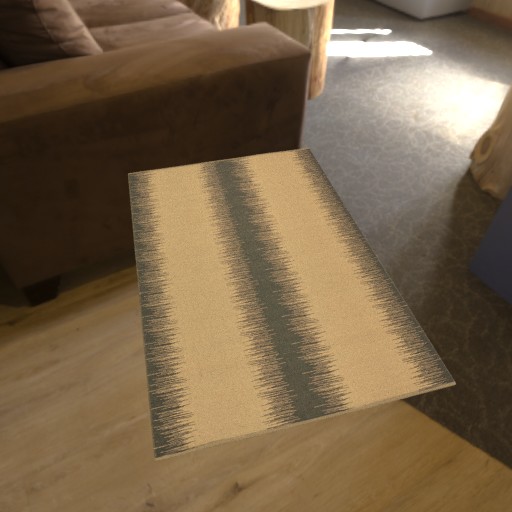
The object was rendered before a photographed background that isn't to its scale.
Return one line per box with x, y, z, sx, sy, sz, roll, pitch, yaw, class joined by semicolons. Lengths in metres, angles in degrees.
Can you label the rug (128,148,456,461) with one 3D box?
0.000;0.000;2.343;1.234;0.006;1.854;-10;47;-10;rug
